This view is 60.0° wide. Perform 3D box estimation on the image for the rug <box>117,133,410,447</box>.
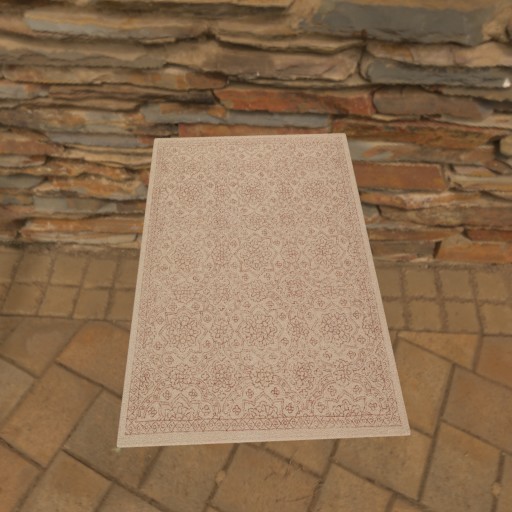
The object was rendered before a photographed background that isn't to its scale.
[{"bbox_3d":[0.000,0.000,2.330,1.219,0.010,1.829,-2,57,-1],"label":"rug"}]
